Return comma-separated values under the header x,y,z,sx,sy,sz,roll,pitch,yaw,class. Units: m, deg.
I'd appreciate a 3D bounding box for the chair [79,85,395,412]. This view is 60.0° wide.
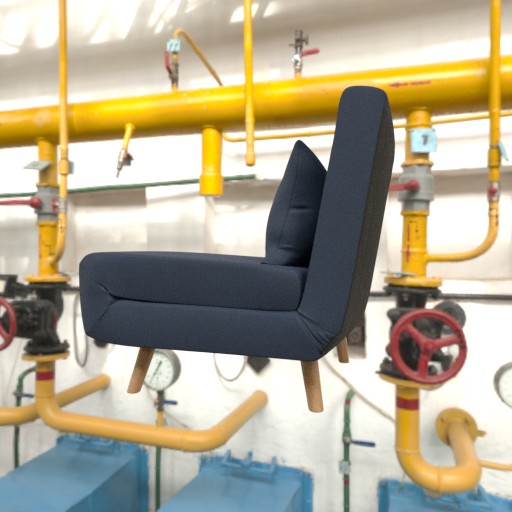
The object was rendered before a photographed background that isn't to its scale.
x,y,z,sx,sy,sz,roll,pitch,yaw,class
0.000,0.000,1.506,0.900,0.808,0.770,0,0,19,chair
